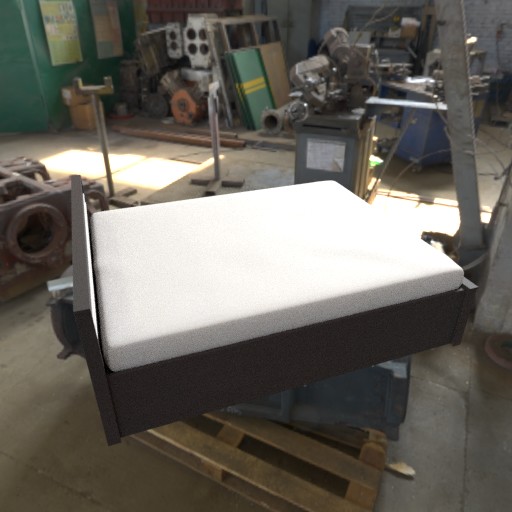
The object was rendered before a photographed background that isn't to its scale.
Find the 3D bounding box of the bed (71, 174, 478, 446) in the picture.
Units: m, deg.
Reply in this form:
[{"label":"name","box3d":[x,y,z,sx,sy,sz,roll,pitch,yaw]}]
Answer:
[{"label":"bed","box3d":[0.000,0.000,2.893,2.103,0.808,1.634,-10,32,-17]}]
